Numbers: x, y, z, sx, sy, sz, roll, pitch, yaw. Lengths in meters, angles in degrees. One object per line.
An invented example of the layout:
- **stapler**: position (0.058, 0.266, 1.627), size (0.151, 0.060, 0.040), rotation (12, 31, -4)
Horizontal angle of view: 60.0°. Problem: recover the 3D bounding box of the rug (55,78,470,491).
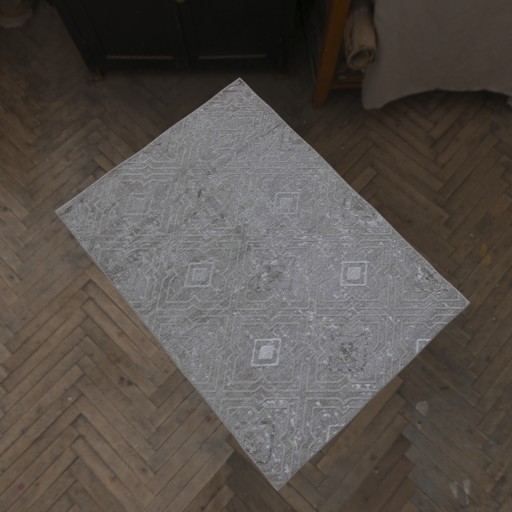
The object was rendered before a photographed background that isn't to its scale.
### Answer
- **rug**: position (0.000, 0.000, 4.309), size (2.448, 0.020, 3.359), rotation (-40, 77, -11)
